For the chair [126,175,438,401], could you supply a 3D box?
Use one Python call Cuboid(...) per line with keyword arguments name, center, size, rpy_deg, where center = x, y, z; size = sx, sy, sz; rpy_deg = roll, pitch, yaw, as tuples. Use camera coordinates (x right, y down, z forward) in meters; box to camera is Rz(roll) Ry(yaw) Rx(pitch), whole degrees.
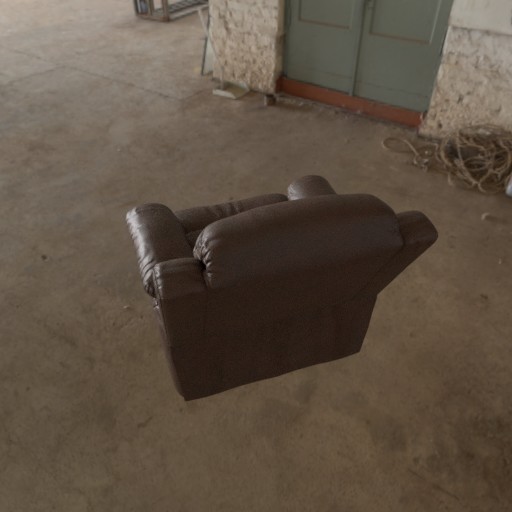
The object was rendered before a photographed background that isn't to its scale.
Cuboid(name="chair", center=(0.000, 0.000, 1.278), size=(0.680, 0.702, 0.707), rpy_deg=(-12, 43, -13))
